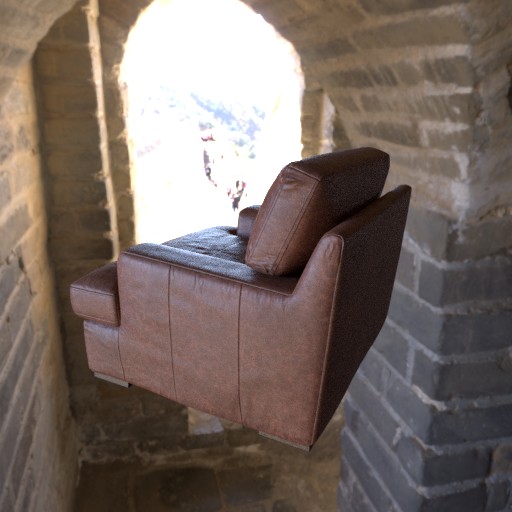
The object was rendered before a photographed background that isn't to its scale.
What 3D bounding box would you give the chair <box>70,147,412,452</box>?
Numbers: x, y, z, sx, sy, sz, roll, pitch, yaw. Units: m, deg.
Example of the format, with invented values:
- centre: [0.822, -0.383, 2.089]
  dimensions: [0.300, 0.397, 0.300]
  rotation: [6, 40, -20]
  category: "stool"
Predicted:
- centre: [0.000, 0.000, 1.996]
  dimensions: [1.143, 0.939, 1.168]
  rotation: [9, 19, 26]
  category: "chair"
